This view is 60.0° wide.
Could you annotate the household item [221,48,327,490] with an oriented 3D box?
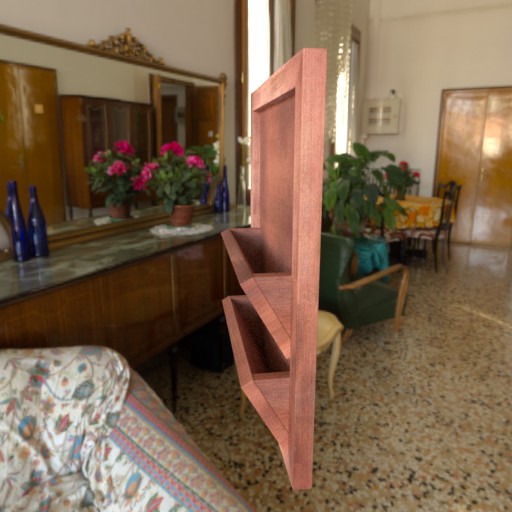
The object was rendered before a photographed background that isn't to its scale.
[{"bbox_3d":[0.000,0.000,0.538,0.067,0.407,0.310,-2,14,-8],"label":"household item"}]
